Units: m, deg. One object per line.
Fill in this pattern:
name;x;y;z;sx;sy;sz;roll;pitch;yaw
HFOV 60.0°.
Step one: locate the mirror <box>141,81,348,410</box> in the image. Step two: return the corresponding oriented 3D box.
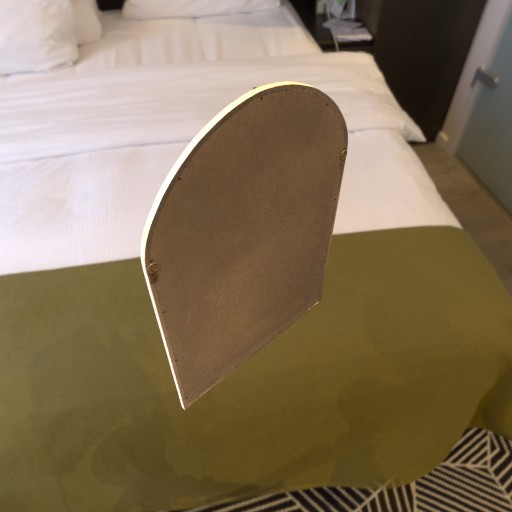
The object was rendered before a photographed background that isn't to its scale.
mirror;0.000;0.000;1.156;0.609;0.915;0.032;-34;56;-27
